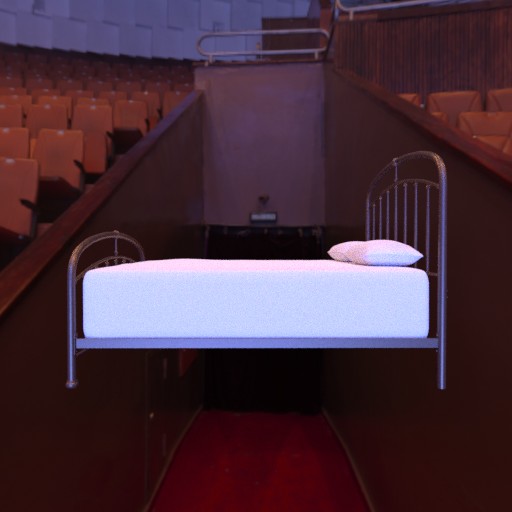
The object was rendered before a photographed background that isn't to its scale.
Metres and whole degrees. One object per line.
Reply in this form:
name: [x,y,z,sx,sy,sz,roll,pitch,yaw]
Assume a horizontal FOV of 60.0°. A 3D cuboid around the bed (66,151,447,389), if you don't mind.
bed: [0.000,0.000,3.335,2.168,1.475,1.711,0,1,0]
